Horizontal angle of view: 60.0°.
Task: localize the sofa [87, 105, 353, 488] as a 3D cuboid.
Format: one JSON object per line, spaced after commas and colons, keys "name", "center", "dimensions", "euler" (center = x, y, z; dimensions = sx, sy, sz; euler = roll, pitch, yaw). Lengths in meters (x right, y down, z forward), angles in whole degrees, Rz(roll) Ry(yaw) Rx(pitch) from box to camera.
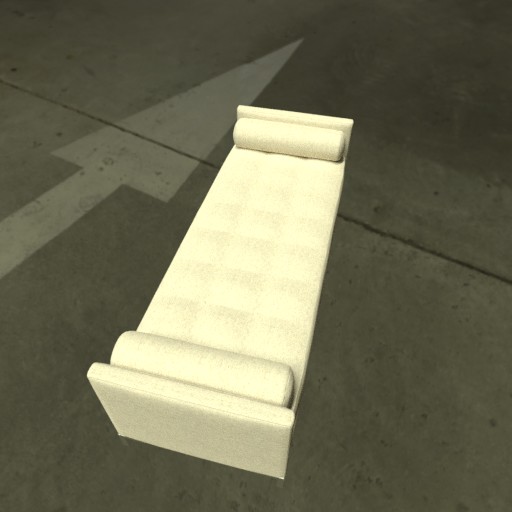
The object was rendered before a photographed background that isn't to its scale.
{"name": "sofa", "center": [0.000, 0.000, 2.474], "dimensions": [0.797, 0.655, 2.102], "euler": [10, 48, 10]}
